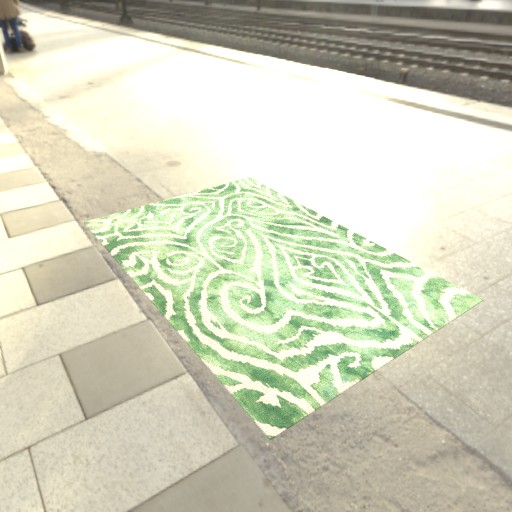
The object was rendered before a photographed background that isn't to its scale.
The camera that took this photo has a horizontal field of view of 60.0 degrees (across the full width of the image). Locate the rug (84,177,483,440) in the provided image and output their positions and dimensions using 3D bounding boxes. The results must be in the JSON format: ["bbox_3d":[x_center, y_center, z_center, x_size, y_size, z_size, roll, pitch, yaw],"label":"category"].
[{"bbox_3d":[0.000,0.000,2.329,1.220,0.006,1.826,-21,38,-30],"label":"rug"}]
